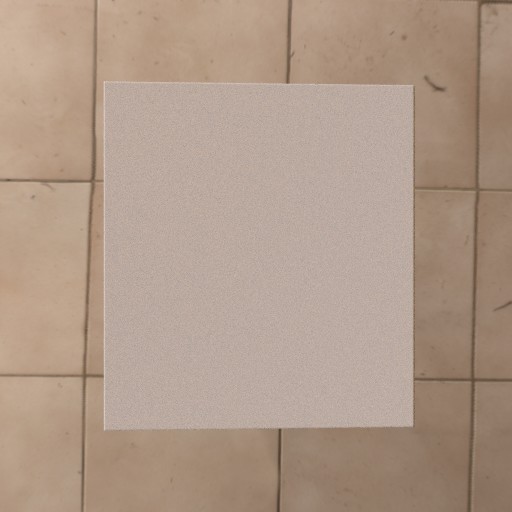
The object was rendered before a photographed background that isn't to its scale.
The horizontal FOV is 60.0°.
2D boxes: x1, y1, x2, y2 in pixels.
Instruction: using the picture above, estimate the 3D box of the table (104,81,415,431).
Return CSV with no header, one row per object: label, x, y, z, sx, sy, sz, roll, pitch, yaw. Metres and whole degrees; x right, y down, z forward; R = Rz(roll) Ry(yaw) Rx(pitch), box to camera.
table,0.000,0.000,0.768,0.380,0.460,0.420,0,90,-2
